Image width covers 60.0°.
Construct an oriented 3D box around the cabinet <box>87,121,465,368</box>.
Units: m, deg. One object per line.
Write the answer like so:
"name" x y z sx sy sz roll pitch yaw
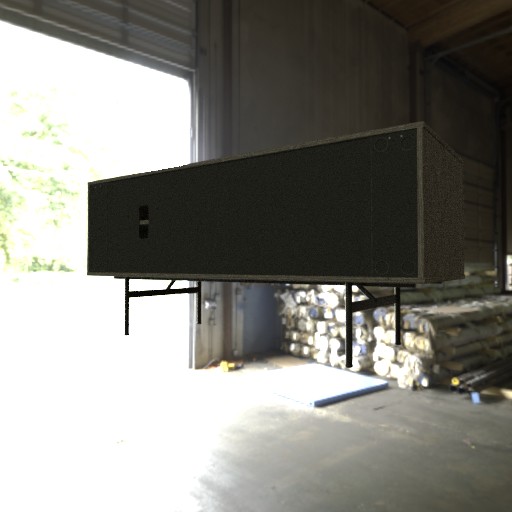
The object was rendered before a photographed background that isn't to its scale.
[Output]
"cabinet" 0.000 0.000 1.594 1.300 0.599 0.500 -1 -1 35
